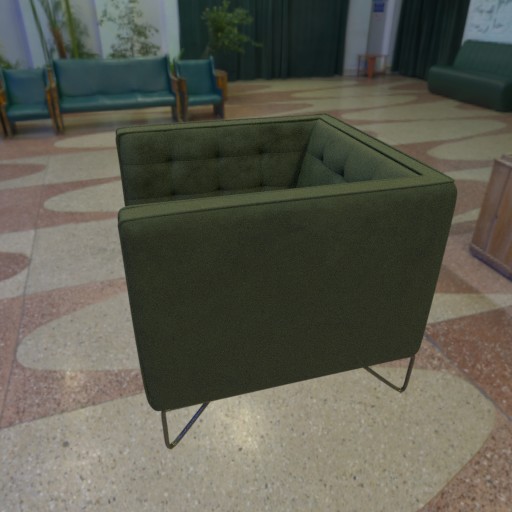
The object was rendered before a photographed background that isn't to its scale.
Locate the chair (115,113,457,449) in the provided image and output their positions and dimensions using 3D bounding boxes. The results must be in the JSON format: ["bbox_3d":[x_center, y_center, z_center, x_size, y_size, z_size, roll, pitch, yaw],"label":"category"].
[{"bbox_3d":[0.000,0.000,1.597,0.894,0.790,0.880,-8,31,-14],"label":"chair"}]
